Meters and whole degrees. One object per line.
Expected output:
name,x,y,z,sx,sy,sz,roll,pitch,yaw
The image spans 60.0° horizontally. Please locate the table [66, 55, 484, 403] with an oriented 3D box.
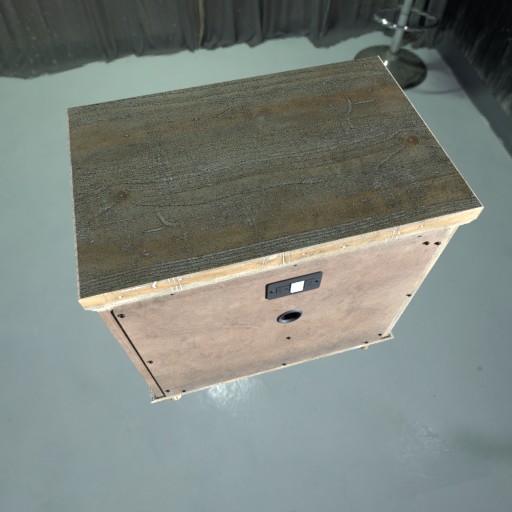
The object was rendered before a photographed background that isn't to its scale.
table,0.000,0.000,1.121,0.686,0.711,0.457,-13,58,-8
